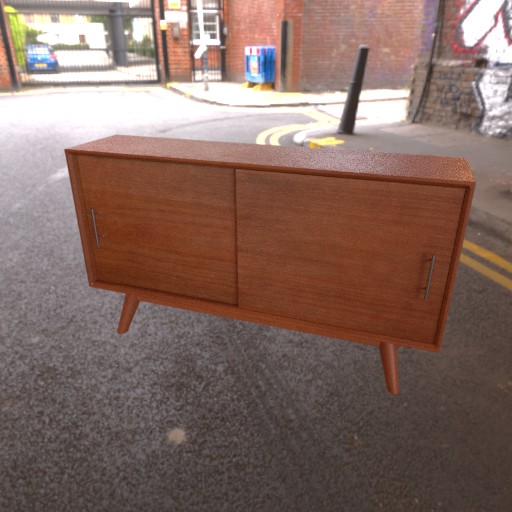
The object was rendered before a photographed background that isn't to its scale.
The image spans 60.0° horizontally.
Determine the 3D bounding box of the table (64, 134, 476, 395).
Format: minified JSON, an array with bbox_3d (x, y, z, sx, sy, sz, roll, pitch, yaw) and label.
[{"bbox_3d":[0.000,0.000,1.514,1.220,0.698,0.308,8,26,17],"label":"table"}]
